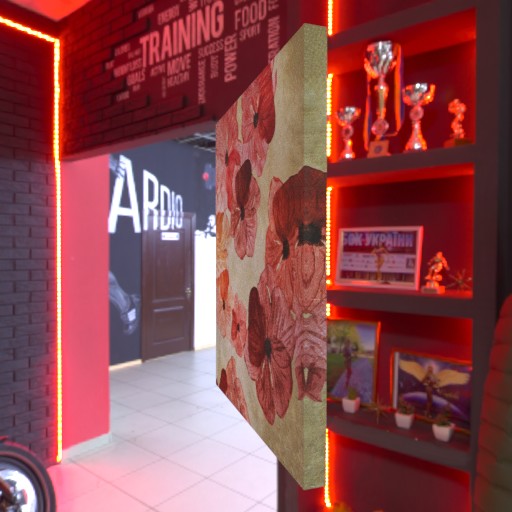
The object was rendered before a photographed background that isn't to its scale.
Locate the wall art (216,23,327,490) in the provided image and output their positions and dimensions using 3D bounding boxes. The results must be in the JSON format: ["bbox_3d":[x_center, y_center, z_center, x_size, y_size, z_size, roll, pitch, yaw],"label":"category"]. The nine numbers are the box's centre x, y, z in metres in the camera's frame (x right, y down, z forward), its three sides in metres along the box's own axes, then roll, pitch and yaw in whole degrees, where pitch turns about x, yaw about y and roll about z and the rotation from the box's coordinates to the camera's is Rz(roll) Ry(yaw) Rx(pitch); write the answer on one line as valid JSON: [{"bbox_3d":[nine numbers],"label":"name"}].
[{"bbox_3d":[0.000,0.000,0.678,0.028,0.508,0.406,0,1,-19],"label":"wall art"}]
